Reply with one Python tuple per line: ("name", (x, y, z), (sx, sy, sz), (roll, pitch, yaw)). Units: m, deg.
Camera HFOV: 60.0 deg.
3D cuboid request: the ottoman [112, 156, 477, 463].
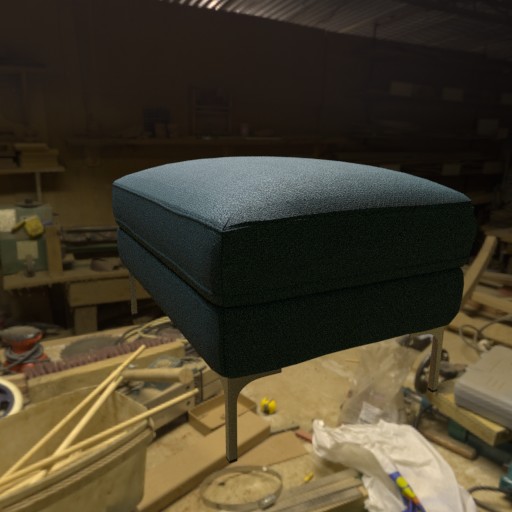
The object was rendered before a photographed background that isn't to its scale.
("ottoman", (0.000, 0.000, 1.138), (0.563, 0.498, 0.856), (-7, 16, -26))
